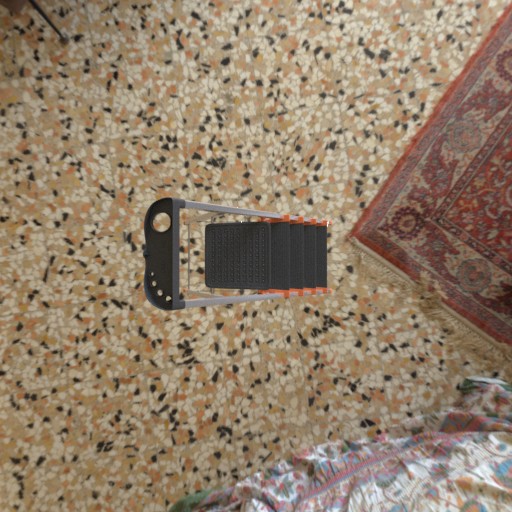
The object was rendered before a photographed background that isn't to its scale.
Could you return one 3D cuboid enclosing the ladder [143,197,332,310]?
[{"bbox_3d":[0.000,0.000,2.142,0.995,1.646,0.480,0,90,1],"label":"ladder"}]
